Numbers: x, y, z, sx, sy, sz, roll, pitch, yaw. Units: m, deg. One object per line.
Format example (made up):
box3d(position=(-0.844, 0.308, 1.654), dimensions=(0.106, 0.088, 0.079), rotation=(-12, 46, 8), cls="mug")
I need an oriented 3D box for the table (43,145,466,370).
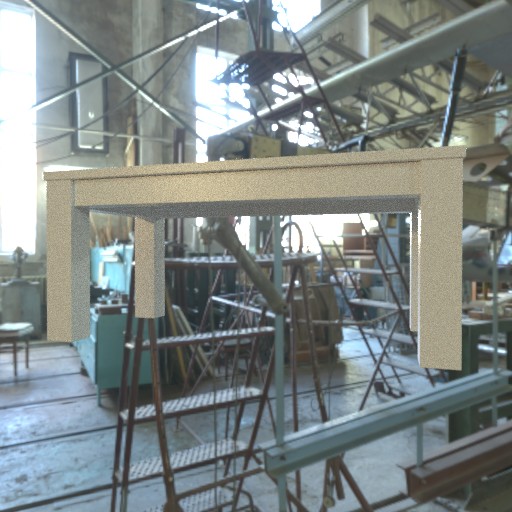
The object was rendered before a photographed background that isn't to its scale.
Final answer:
box3d(position=(0.000, 0.000, 2.237), dimensions=(1.800, 0.790, 0.900), rotation=(0, 1, 17), cls="table")
